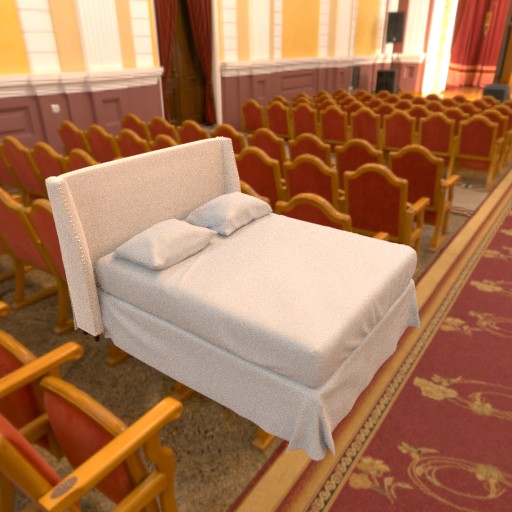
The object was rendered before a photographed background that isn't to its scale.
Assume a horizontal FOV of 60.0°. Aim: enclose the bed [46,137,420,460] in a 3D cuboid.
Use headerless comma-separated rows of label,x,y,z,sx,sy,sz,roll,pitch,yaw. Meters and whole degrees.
bed,0.000,0.000,3.446,2.276,1.332,1.925,17,31,32
